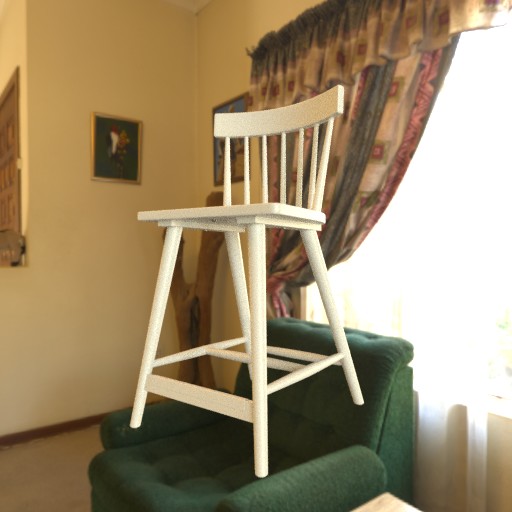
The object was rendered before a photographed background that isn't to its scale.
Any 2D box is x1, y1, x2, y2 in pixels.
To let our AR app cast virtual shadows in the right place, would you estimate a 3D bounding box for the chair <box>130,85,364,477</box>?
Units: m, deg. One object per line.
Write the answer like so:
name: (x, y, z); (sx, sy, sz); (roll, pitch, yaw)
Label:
chair: (0.000, 0.000, 1.313); (0.483, 0.952, 0.572); (1, 2, 37)
